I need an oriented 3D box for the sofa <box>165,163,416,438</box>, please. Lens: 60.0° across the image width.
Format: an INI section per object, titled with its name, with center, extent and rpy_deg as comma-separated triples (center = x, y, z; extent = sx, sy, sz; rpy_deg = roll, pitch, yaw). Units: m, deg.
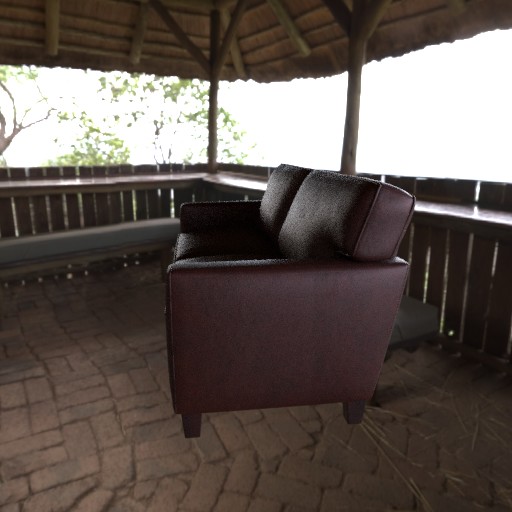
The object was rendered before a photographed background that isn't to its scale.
[sofa]
center = 0.000, 0.000, 2.401
extent = 0.912, 0.928, 1.876
rpy_deg = -2, 14, -8
